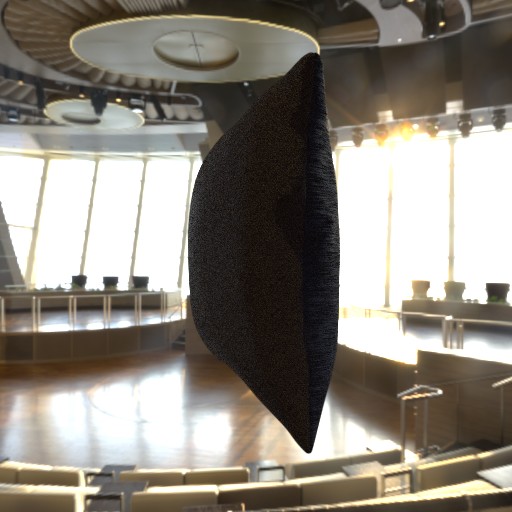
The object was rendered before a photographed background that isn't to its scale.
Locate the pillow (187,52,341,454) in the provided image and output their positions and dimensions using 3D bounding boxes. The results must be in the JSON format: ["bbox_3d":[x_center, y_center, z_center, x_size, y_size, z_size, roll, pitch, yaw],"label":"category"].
[{"bbox_3d":[0.000,0.000,0.691,0.204,0.439,0.452,0,0,-18],"label":"pillow"}]
